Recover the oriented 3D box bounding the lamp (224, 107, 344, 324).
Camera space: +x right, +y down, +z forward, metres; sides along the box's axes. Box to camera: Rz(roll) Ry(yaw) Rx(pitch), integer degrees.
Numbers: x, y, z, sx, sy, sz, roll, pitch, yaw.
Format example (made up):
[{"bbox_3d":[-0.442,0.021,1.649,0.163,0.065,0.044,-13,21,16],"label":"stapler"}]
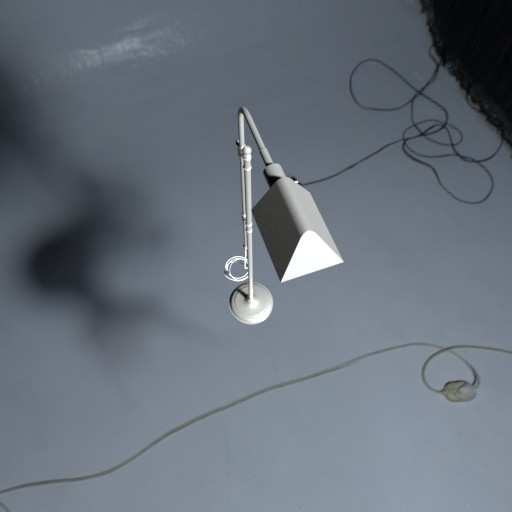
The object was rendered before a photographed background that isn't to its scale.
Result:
[{"bbox_3d":[0.000,0.000,1.842,0.256,1.571,0.813,-18,65,-9],"label":"lamp"}]
